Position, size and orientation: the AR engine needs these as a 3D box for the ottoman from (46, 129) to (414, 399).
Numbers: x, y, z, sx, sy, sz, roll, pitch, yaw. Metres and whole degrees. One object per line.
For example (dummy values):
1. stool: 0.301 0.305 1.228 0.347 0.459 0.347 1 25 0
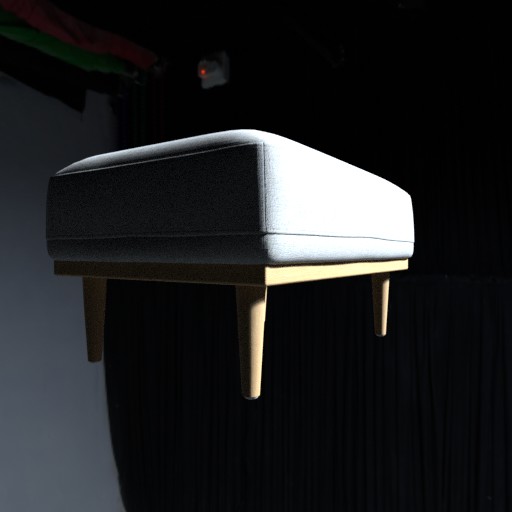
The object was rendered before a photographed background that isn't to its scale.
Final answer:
1. ottoman: 0.000 0.000 1.038 0.549 0.428 0.749 0 1 34
